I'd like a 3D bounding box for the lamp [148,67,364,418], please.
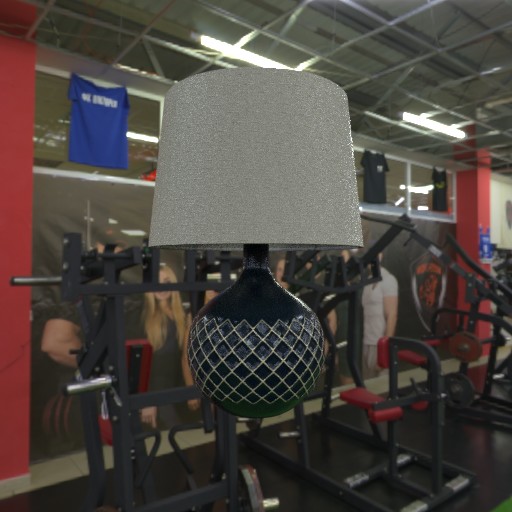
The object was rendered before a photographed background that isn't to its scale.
[{"bbox_3d":[0.000,0.000,0.796,0.376,0.540,0.376,0,-1,0],"label":"lamp"}]
